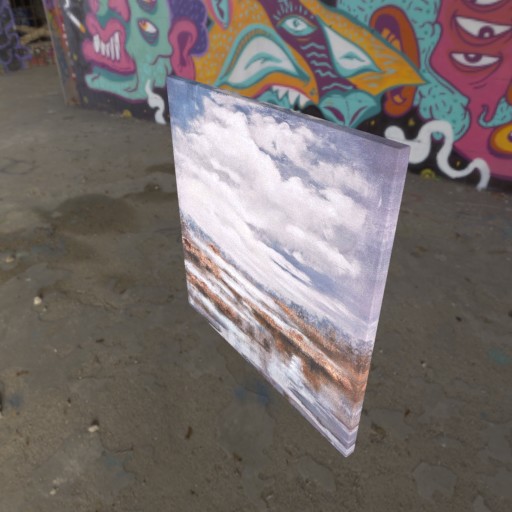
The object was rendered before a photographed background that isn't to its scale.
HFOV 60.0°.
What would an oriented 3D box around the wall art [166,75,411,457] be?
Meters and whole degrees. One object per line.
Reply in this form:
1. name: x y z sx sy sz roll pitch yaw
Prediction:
1. wall art: 0.000 0.000 1.329 0.035 0.897 0.888 -22 38 -31
